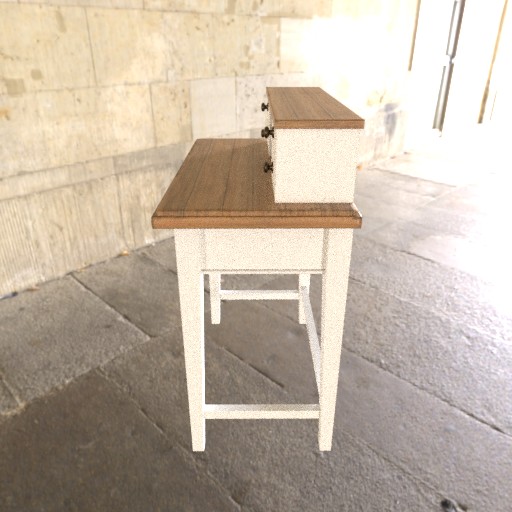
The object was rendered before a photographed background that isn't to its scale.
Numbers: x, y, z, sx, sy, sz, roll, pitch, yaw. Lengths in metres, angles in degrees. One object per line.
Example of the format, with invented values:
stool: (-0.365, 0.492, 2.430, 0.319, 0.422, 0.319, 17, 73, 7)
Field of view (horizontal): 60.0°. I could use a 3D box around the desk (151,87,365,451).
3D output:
desk: (0.000, 0.000, 1.460, 0.462, 0.981, 0.814, 0, 26, 0)
